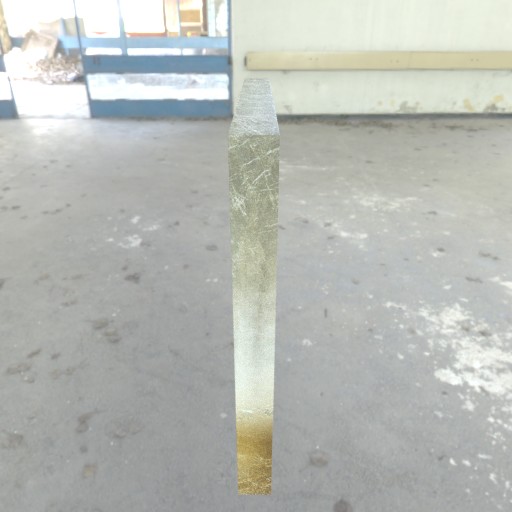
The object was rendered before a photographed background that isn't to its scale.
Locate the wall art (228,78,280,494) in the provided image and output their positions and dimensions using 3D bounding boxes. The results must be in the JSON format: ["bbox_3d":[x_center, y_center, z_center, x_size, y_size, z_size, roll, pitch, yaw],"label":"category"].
[{"bbox_3d":[0.000,0.000,0.595,0.038,0.407,0.405,0,27,0],"label":"wall art"}]
